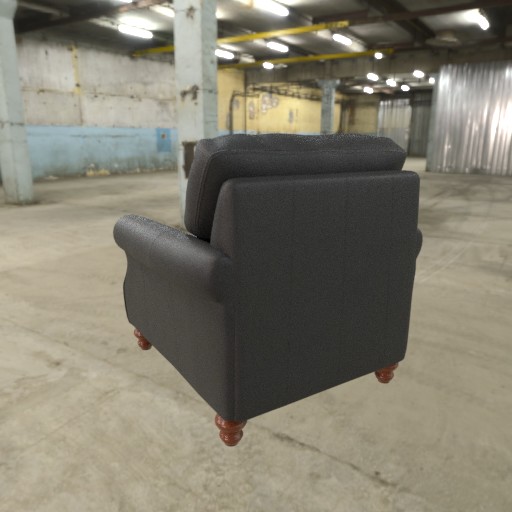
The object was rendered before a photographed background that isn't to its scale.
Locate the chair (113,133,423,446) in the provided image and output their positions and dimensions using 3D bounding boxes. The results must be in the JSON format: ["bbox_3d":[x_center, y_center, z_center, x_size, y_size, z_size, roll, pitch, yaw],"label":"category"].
[{"bbox_3d":[0.000,0.000,1.815,1.015,0.960,1.027,-7,16,-27],"label":"chair"}]
